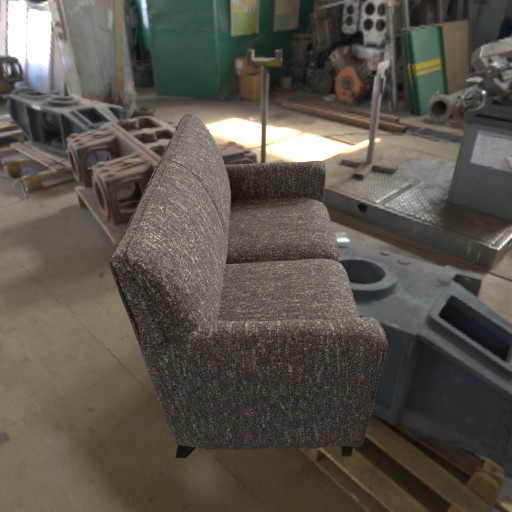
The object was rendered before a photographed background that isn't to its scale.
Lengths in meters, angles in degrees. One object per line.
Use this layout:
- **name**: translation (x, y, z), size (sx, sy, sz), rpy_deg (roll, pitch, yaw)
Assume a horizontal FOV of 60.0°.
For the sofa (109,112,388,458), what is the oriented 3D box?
- **sofa**: translation (0.000, 0.000, 2.028), size (0.801, 0.946, 1.519), rpy_deg (0, 33, 0)
